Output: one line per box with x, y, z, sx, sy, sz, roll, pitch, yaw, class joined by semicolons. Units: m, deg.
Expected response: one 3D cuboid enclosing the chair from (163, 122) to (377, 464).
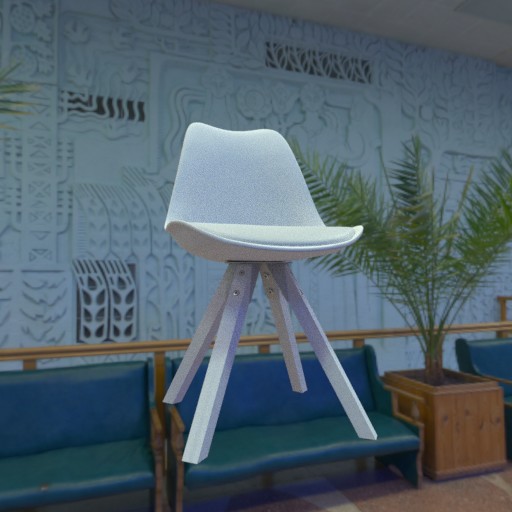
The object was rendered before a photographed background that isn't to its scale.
0.000;0.000;1.185;0.485;0.850;0.550;0;-2;-17;chair
